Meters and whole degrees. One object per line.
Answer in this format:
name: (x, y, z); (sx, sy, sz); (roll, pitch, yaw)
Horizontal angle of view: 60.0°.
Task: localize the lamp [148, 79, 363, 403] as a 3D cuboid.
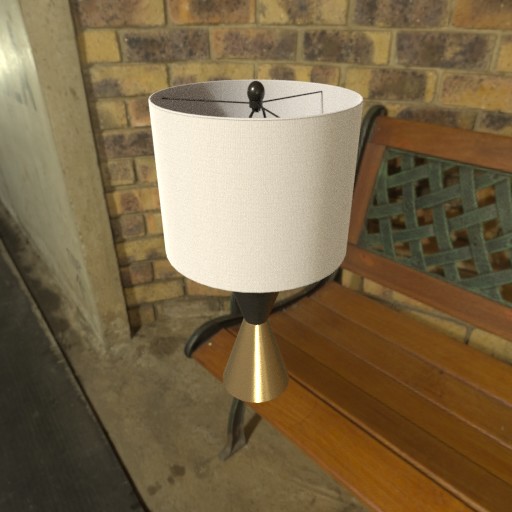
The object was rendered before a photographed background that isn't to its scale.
lamp: (0.000, 0.000, 0.772); (0.304, 0.573, 0.304); (8, 30, 13)
